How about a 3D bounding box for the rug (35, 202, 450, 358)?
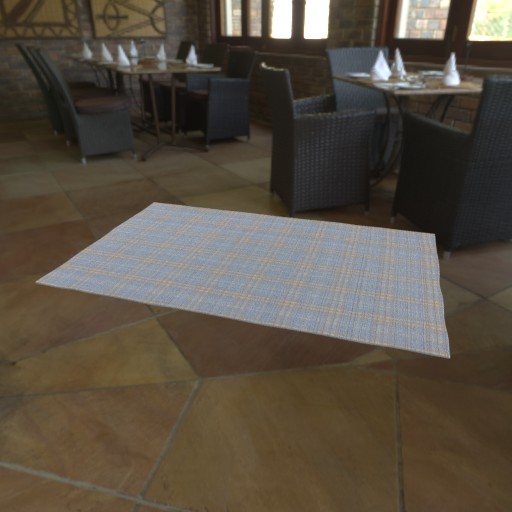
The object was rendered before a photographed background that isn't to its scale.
[{"bbox_3d":[0.000,0.000,3.136,2.460,0.016,1.545,8,28,15],"label":"rug"}]
